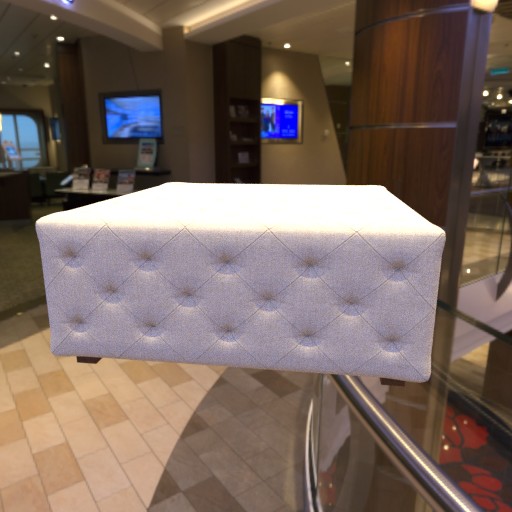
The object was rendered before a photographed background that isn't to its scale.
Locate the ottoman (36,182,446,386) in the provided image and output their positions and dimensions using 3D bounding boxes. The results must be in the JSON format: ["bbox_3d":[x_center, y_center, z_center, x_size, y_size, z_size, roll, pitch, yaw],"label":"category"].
[{"bbox_3d":[0.000,0.000,1.609,1.028,0.439,1.028,2,15,8],"label":"ottoman"}]
